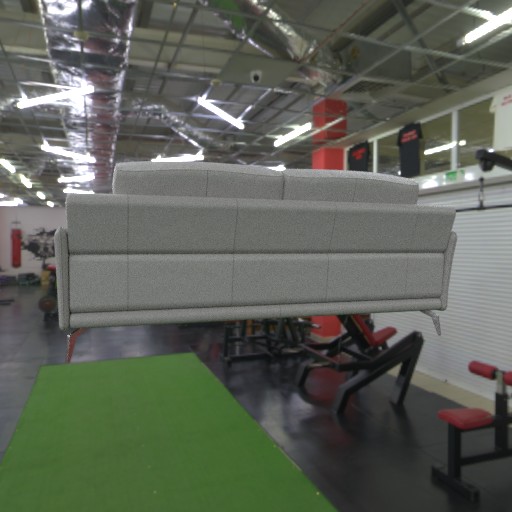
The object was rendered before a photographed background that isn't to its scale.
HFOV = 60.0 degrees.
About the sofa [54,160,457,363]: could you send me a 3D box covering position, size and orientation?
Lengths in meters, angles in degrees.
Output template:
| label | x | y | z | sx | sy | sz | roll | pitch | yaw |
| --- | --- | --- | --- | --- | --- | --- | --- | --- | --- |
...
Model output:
| label | x | y | z | sx | sy | sz | roll | pitch | yaw |
| --- | --- | --- | --- | --- | --- | --- | --- | --- | --- |
| sofa | 0.000 | 0.000 | 2.649 | 2.101 | 0.930 | 1.049 | 0 | 1 | -18 |
